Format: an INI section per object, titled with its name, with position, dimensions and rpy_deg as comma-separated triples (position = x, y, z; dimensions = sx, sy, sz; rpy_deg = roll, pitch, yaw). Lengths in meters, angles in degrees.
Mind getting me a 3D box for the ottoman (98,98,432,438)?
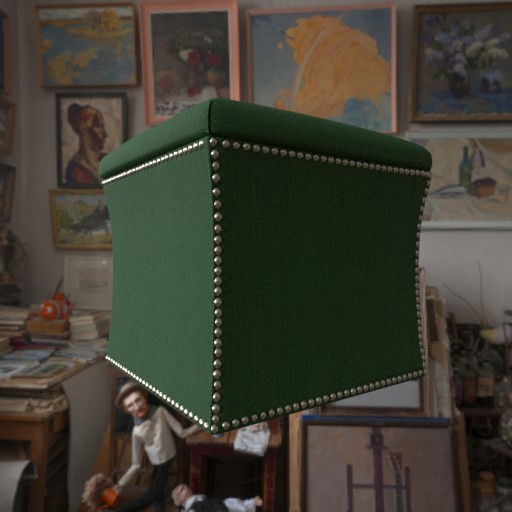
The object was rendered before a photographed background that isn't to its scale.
[ottoman]
position = 0.000, 0.000, 0.896
dimensions = 0.507, 0.475, 0.497
rpy_deg = -1, 1, -35
